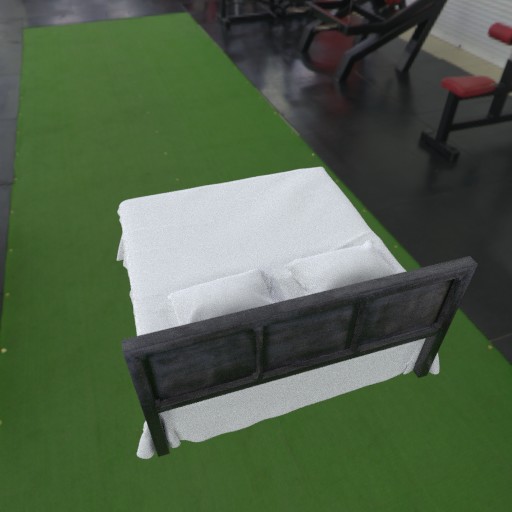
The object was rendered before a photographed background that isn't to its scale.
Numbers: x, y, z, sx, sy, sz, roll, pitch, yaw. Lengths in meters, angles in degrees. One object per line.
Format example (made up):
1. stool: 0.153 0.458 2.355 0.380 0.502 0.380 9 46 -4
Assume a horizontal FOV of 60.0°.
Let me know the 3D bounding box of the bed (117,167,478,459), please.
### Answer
1. bed: 0.000 0.000 3.467 2.255 1.158 2.165 -12 44 -13
